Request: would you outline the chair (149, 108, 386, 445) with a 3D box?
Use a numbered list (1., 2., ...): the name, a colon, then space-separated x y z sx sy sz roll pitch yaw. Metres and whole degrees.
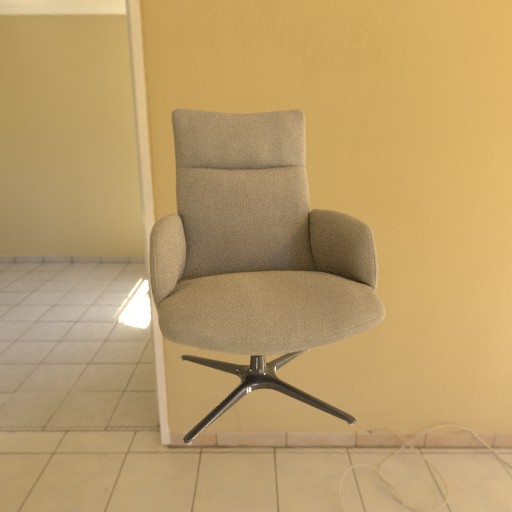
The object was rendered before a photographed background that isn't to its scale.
1. chair: 0.000 0.000 1.573 0.711 1.016 0.889 -3 17 -10
